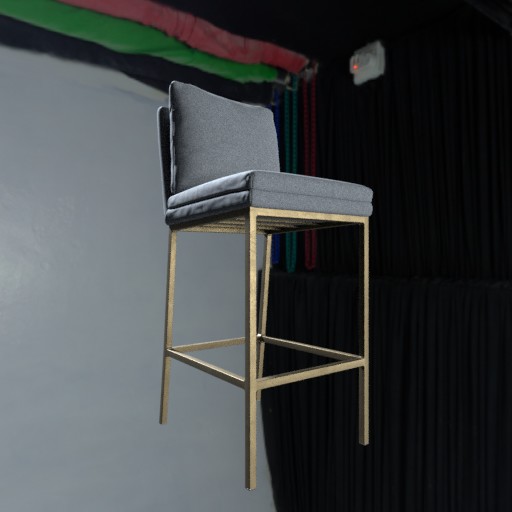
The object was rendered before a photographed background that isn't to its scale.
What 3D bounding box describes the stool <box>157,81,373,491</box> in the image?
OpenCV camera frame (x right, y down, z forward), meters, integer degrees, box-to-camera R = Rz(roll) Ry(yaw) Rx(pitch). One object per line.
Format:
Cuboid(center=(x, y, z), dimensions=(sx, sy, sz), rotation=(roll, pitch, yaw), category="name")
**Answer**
Cuboid(center=(0.000, 0.000, 1.412), dimensions=(0.463, 1.130, 0.569), rotation=(0, 0, -37), category="stool")
